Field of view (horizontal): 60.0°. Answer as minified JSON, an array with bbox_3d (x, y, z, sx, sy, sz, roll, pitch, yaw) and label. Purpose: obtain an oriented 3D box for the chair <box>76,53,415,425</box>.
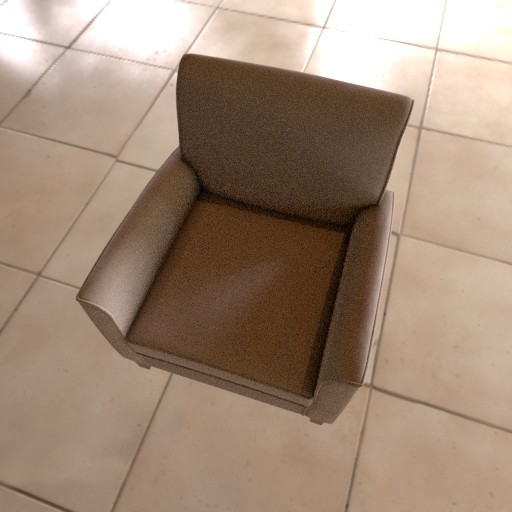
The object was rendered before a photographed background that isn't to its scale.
[{"bbox_3d":[0.000,0.000,1.523,0.820,0.915,0.820,15,60,9],"label":"chair"}]
